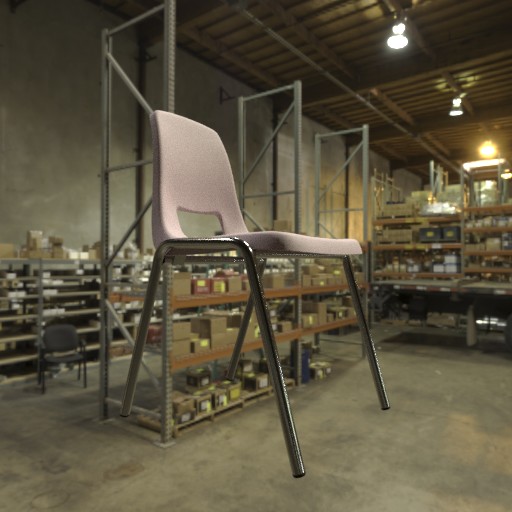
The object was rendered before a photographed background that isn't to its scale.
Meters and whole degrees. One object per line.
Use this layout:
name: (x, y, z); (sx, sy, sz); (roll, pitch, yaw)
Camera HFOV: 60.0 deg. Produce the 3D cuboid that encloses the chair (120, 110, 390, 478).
chair: (0.000, 0.000, 0.919); (0.436, 0.653, 0.381); (0, -1, 36)
